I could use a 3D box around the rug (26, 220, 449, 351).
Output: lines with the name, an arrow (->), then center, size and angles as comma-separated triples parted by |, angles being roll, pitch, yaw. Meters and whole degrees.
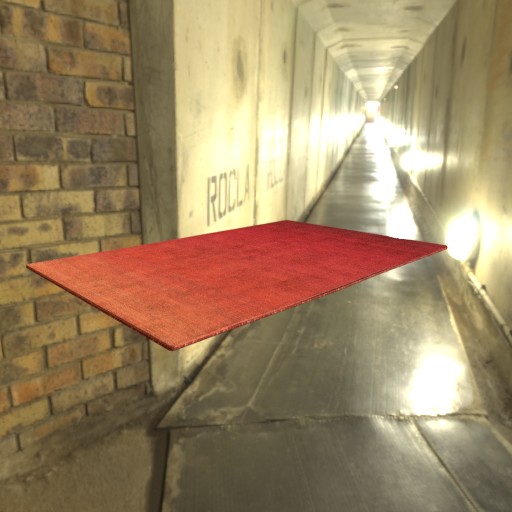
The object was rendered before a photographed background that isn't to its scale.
rug -> 0.000, 0.000, 2.272 | 1.835, 0.018, 1.230 | -13, 19, -42
